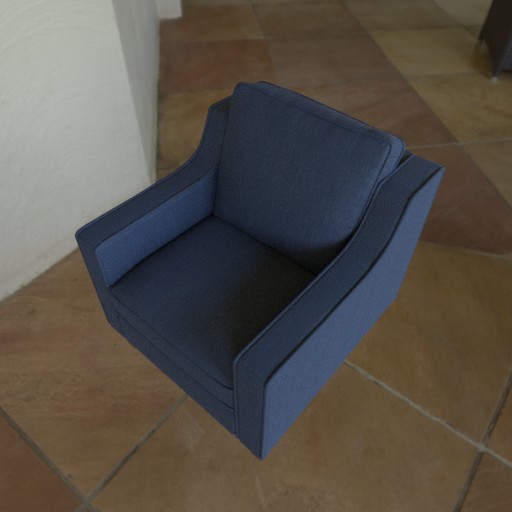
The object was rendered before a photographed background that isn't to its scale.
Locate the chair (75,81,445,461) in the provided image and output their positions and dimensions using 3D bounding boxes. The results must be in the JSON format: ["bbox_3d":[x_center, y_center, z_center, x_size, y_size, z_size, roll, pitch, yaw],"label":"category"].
[{"bbox_3d":[0.000,0.000,1.609,0.831,0.960,0.909,32,55,27],"label":"chair"}]
